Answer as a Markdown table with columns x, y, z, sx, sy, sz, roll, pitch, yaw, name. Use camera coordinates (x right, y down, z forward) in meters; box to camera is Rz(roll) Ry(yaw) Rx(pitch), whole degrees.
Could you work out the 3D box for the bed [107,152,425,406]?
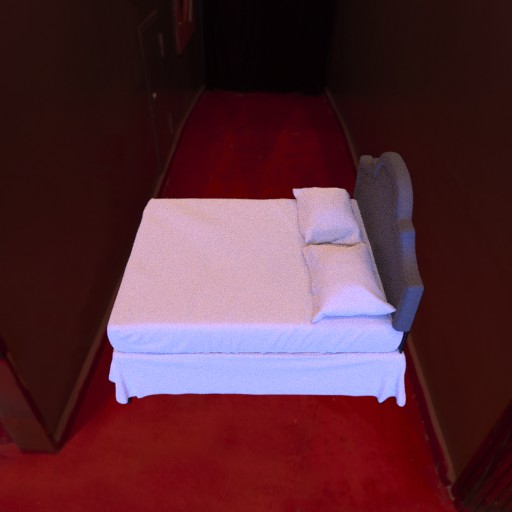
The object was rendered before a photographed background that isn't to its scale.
| x | y | z | sx | sy | sz | roll | pitch | yaw | name |
| --- | --- | --- | --- | --- | --- | --- | --- | --- | --- |
| 0.000 | 0.000 | 3.433 | 2.222 | 1.634 | 1.780 | 0 | 41 | 0 | bed |
